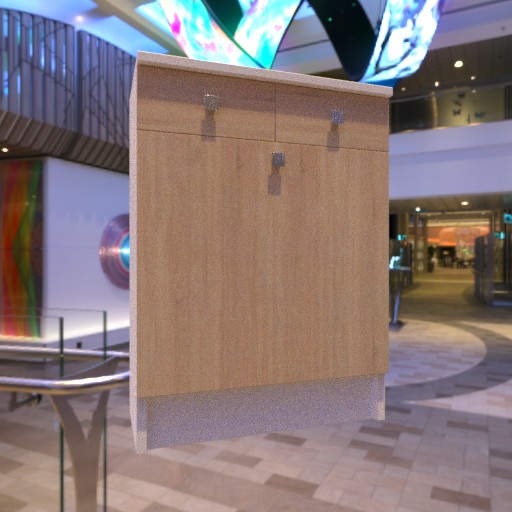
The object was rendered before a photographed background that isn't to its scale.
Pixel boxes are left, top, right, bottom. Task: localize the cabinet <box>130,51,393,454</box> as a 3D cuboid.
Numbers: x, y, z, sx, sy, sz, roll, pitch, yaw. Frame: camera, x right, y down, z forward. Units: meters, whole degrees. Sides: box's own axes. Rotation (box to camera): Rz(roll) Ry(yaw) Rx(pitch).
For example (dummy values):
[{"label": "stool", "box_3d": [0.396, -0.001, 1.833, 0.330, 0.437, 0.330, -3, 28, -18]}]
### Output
[{"label": "cabinet", "box_3d": [0.000, 0.000, 1.115, 0.600, 0.815, 0.296, 0, 0, -19]}]
